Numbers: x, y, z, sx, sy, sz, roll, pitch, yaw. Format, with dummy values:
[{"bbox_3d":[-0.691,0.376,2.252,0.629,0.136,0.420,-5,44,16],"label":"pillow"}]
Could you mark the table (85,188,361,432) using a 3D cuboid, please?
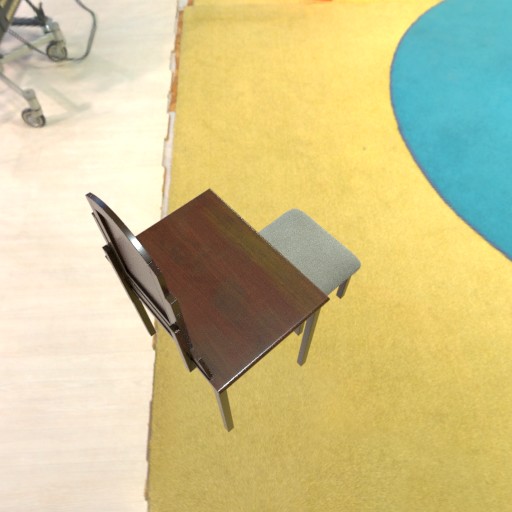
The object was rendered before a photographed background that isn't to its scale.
[{"bbox_3d":[0.000,0.000,2.235,1.211,1.631,0.876,-37,65,-21],"label":"table"}]
